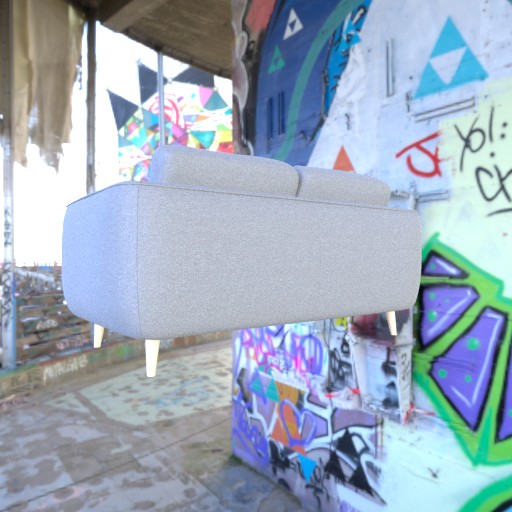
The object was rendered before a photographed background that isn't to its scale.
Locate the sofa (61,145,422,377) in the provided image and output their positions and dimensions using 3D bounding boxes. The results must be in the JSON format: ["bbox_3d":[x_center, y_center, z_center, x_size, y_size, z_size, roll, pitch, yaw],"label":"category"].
[{"bbox_3d":[0.000,0.000,2.228,1.700,0.850,0.920,0,0,-36],"label":"sofa"}]
